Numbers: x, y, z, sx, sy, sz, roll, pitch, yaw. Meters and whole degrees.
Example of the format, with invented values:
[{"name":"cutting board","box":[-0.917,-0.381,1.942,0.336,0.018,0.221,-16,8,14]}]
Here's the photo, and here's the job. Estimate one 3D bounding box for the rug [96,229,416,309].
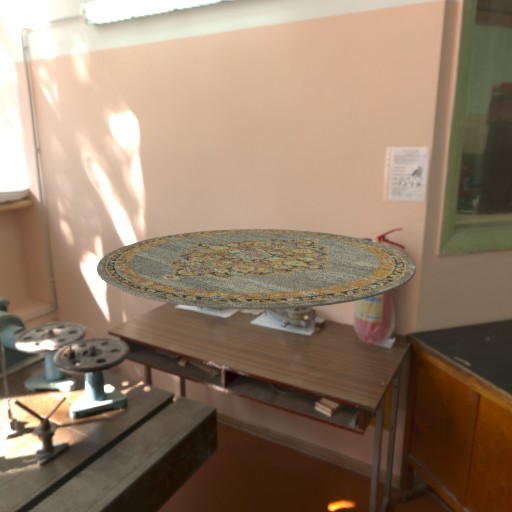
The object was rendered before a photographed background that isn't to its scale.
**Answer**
[{"name":"rug","box":[0.000,0.000,2.347,1.598,0.010,1.598,0,13,0]}]
